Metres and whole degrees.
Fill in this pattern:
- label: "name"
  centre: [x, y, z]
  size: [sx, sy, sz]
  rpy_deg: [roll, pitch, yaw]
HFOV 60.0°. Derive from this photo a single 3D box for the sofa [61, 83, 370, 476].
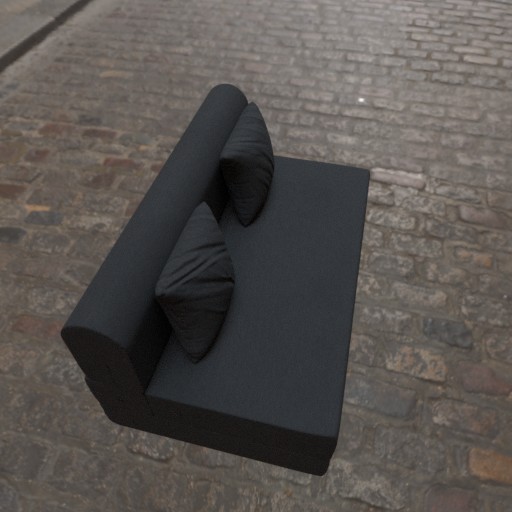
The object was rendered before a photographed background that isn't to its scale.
- label: "sofa"
  centre: [0.000, 0.000, 1.649]
  size: [0.762, 0.670, 1.225]
  rpy_deg: [10, 49, 9]
